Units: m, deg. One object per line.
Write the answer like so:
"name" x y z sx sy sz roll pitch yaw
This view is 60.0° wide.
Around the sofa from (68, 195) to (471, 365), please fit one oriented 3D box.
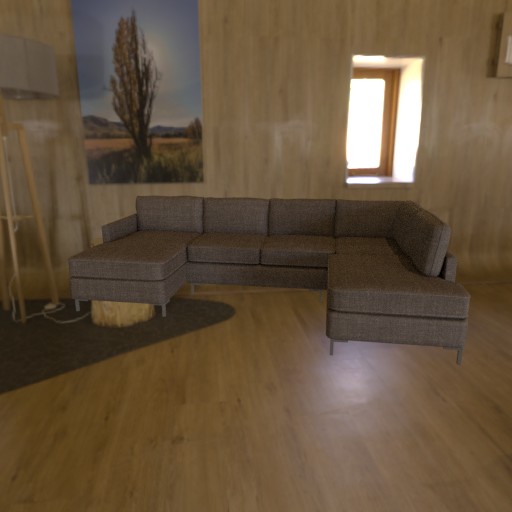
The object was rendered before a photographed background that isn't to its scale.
"sofa" 0.000 0.000 4.353 3.423 0.999 2.048 2 15 9
